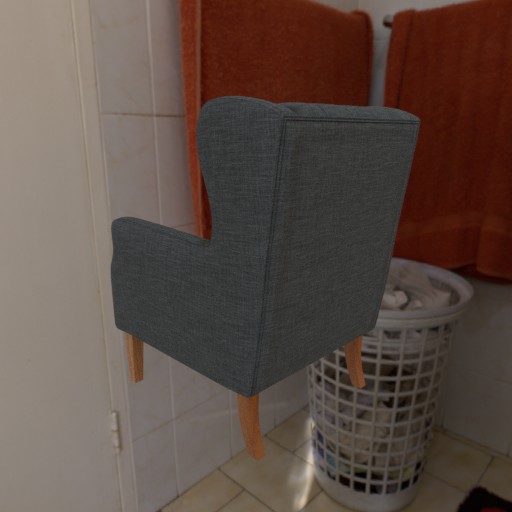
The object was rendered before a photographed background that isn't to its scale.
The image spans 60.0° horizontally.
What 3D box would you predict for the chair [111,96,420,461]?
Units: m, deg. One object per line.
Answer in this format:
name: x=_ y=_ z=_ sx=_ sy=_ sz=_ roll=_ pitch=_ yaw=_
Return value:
chair: x=0.000 y=0.000 z=1.478 sx=0.711 sy=0.953 sz=0.775 roll=-15 pitch=21 yaw=-42
